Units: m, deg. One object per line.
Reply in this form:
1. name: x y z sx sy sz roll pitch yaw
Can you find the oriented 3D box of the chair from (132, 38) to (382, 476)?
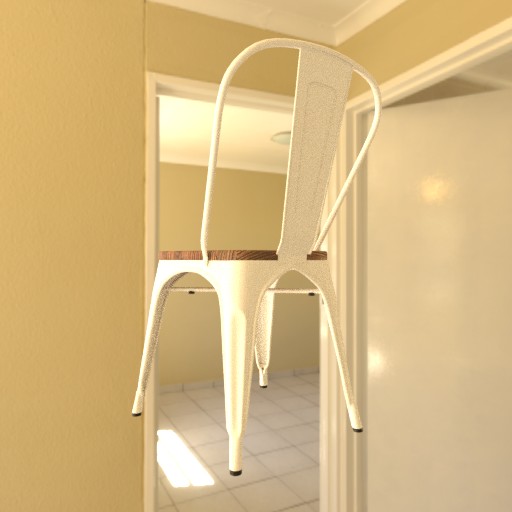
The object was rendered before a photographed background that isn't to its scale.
1. chair: 0.000 0.000 1.114 0.452 0.851 0.521 0 0 -36
